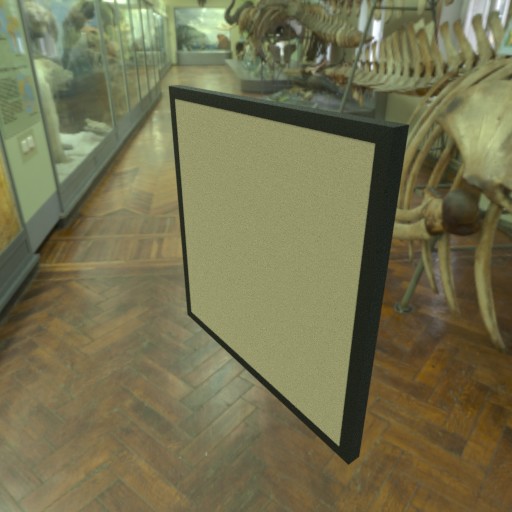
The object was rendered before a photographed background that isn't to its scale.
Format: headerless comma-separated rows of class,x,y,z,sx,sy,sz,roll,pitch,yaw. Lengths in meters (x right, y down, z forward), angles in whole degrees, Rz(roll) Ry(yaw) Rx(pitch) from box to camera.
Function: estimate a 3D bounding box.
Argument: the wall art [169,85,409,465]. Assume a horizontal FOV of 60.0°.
wall art,0.000,0.000,0.455,0.015,0.304,0.306,-18,32,-32
